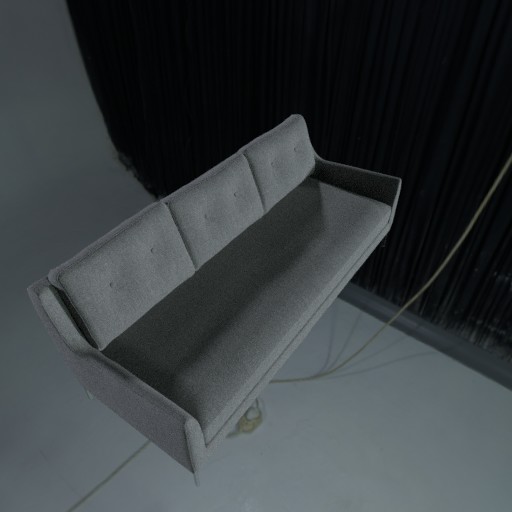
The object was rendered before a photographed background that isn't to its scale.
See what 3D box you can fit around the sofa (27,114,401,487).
[{"bbox_3d":[0.000,0.000,2.446,0.849,0.837,2.060,25,47,26],"label":"sofa"}]
